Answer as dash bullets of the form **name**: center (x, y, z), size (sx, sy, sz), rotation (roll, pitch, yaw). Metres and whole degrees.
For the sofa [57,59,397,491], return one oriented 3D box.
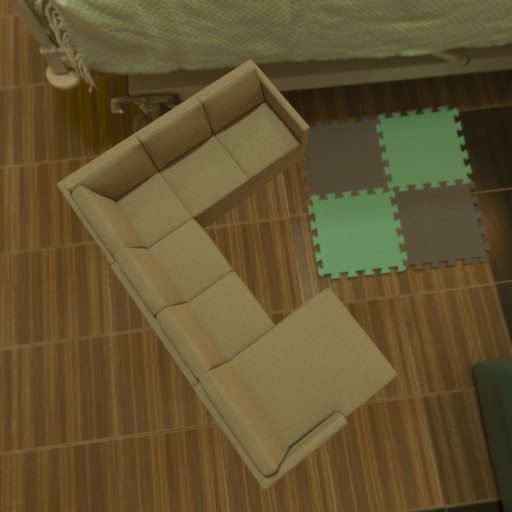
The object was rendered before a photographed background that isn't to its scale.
- **sofa**: center (0.000, 0.000, 4.484), size (2.476, 0.878, 3.528), rotation (-36, 79, -8)
